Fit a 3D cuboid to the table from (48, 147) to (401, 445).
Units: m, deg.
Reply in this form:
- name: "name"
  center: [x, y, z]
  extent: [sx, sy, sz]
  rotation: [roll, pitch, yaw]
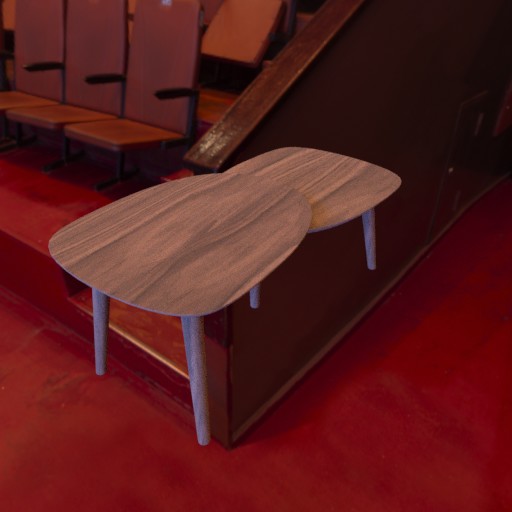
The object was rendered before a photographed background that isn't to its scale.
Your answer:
- name: "table"
  center: [0.000, 0.000, 1.352]
  extent: [0.527, 0.429, 1.084]
  rotation: [23, 40, 31]
